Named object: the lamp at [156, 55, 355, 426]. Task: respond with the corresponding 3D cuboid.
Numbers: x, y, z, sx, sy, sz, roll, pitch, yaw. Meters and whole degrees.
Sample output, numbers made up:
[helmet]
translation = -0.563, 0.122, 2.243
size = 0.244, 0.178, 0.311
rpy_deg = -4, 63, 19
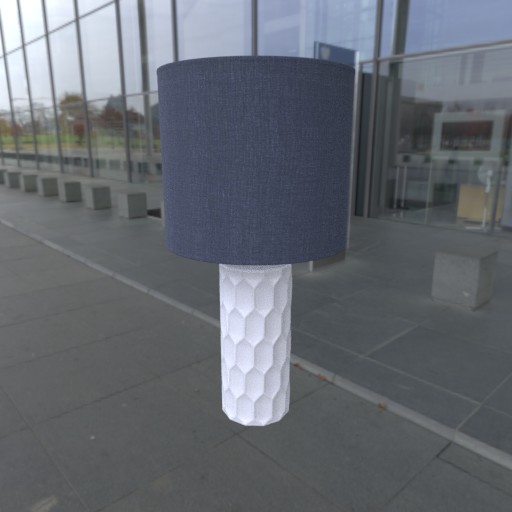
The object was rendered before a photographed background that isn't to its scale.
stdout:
[lamp]
translation = 0.000, 0.000, 0.698
size = 0.277, 0.537, 0.277
rpy_deg = -8, 17, -27
